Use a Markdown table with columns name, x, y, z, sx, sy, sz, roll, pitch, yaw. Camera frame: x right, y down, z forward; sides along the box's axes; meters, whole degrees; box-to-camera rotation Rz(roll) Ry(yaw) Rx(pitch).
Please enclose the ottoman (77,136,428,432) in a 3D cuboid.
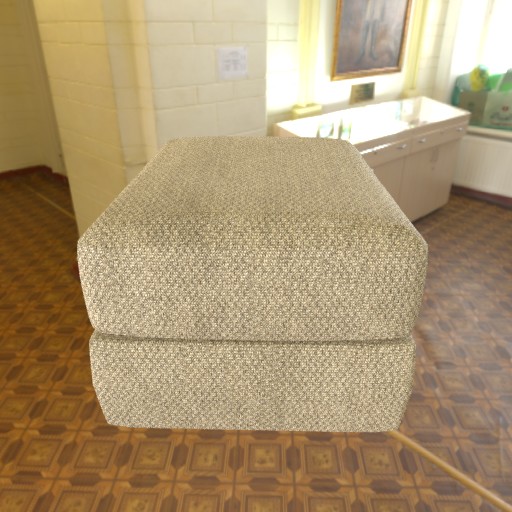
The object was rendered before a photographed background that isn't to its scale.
| name | x | y | z | sx | sy | sz | roll | pitch | yaw |
| --- | --- | --- | --- | --- | --- | --- | --- | --- | --- |
| ottoman | 0.000 | 0.000 | 1.102 | 0.603 | 0.476 | 0.751 | 1 | 27 | 1 |
